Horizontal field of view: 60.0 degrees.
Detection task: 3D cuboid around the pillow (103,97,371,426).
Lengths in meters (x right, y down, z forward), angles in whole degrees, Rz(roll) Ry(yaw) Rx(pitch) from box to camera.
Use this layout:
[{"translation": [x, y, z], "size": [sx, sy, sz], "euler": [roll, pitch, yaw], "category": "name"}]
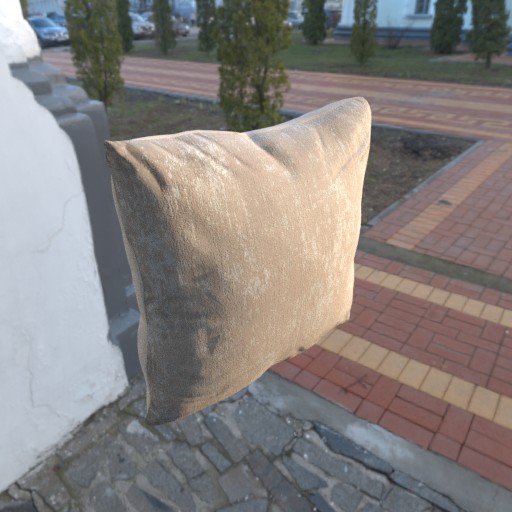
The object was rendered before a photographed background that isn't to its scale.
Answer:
[{"translation": [0.000, 0.000, 0.712], "size": [0.450, 0.448, 0.245], "euler": [-20, 34, -32], "category": "pillow"}]
